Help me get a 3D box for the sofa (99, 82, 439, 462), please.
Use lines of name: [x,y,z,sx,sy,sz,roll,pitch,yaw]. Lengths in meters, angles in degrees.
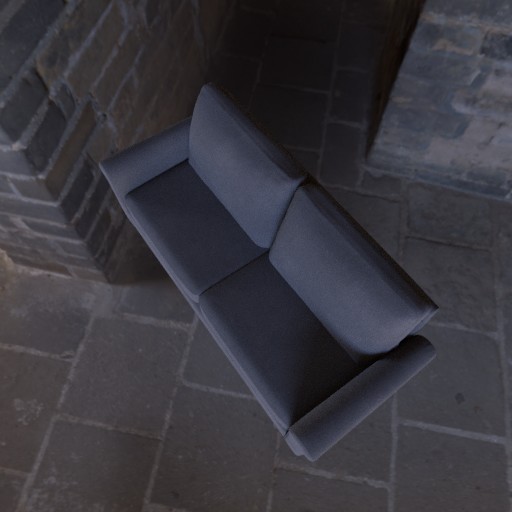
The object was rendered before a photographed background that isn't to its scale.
sofa: [0.000,0.000,2.416,0.842,0.942,1.935,-33,68,-16]
